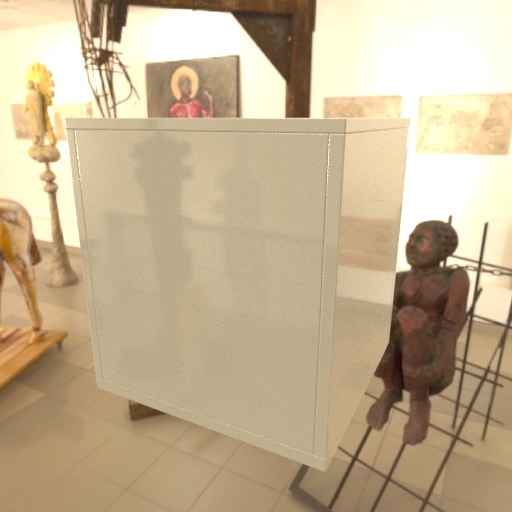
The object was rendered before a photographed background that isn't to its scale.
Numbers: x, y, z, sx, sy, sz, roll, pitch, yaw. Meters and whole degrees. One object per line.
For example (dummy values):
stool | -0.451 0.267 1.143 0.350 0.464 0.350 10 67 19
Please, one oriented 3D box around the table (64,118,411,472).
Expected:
table | 0.000 0.000 0.790 0.420 0.470 0.400 9 19 26
